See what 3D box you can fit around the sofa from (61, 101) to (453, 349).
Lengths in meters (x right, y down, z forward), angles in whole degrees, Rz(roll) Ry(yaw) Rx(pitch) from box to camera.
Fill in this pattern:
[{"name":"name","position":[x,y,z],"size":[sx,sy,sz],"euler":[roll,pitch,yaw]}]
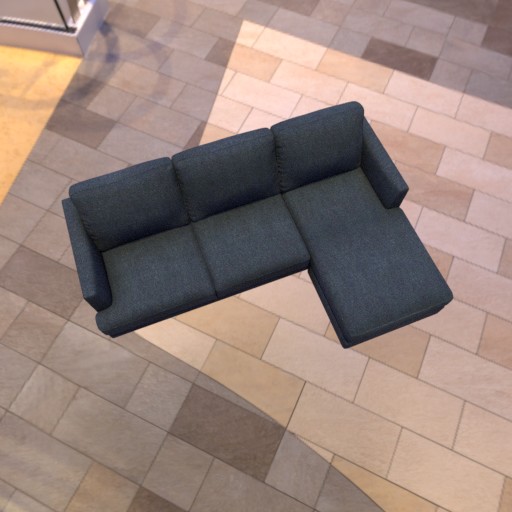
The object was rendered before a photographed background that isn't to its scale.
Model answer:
[{"name":"sofa","position":[0.000,0.000,3.006],"size":[2.233,0.956,1.504],"euler":[-19,66,-9]}]
